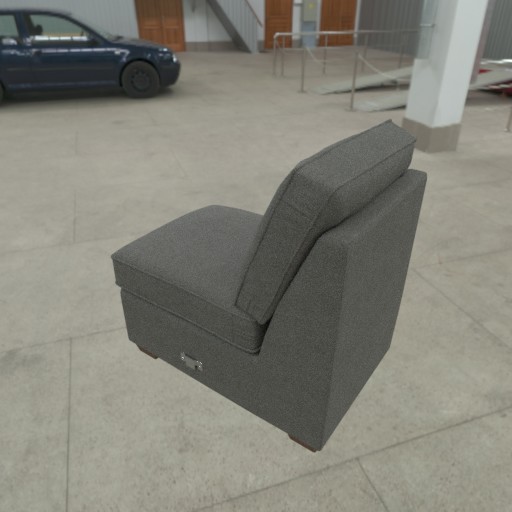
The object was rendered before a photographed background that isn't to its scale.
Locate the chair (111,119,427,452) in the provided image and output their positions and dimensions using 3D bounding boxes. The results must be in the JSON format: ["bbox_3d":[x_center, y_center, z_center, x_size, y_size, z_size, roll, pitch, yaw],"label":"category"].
[{"bbox_3d":[0.000,0.000,1.614,0.938,0.970,0.621,20,36,30],"label":"chair"}]
